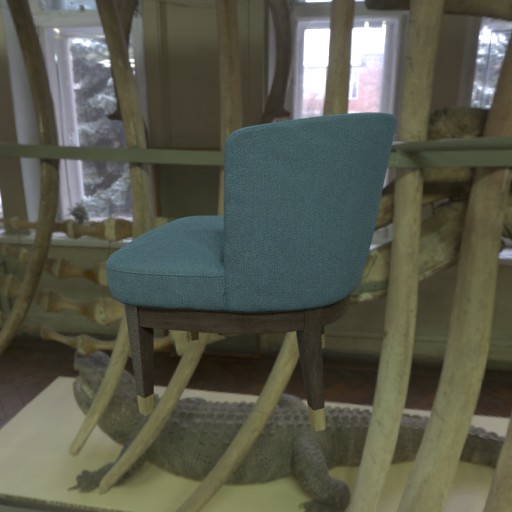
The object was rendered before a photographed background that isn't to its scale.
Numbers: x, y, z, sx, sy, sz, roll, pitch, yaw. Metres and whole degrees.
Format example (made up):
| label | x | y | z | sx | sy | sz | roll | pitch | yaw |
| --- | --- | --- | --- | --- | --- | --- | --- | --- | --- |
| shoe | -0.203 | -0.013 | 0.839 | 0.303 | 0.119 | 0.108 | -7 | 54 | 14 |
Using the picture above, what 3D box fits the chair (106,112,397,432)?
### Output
| label | x | y | z | sx | sy | sz | roll | pitch | yaw |
| --- | --- | --- | --- | --- | --- | --- | --- | --- | --- |
| chair | 0.000 | 0.000 | 1.255 | 0.702 | 0.760 | 0.661 | 2 | 15 | 8 |
